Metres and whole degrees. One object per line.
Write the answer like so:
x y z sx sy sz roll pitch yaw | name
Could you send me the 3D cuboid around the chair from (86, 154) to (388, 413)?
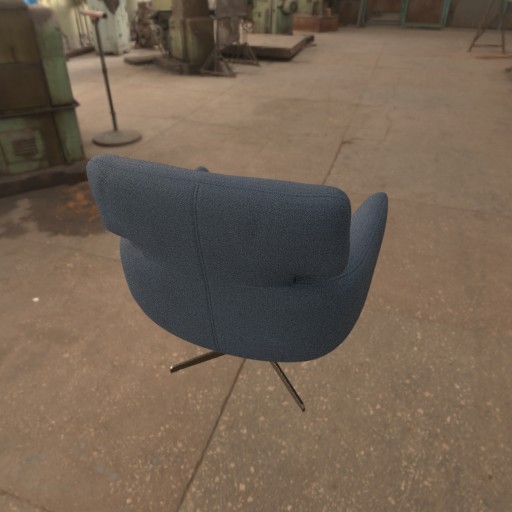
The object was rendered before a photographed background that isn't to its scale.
0.000 0.000 1.410 0.738 0.813 0.761 11 35 17 | chair
